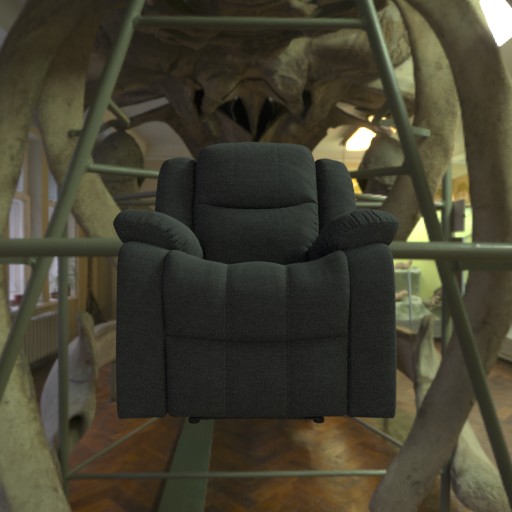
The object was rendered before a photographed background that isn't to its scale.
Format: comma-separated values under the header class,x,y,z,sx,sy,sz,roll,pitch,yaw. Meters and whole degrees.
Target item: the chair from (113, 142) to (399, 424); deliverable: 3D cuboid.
class,x,y,z,sx,sy,sz,roll,pitch,yaw
chair,0.000,0.000,1.684,0.899,1.008,0.944,0,1,0
